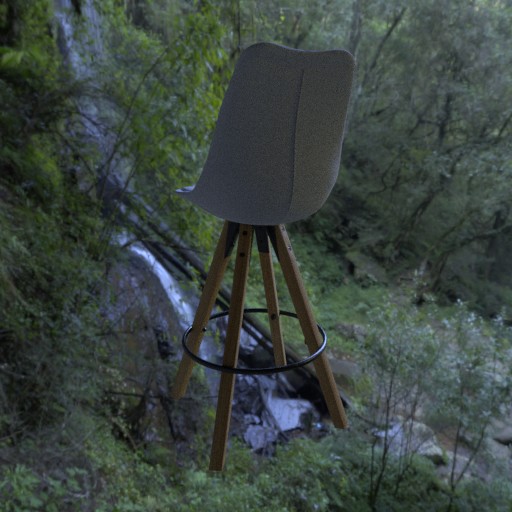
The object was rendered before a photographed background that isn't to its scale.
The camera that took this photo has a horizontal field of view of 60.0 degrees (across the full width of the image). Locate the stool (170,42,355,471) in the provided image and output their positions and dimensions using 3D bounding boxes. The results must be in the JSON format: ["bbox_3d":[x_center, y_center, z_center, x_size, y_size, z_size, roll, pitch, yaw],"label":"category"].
[{"bbox_3d":[0.000,0.000,1.378,0.484,1.115,0.550,-7,17,-25],"label":"stool"}]
